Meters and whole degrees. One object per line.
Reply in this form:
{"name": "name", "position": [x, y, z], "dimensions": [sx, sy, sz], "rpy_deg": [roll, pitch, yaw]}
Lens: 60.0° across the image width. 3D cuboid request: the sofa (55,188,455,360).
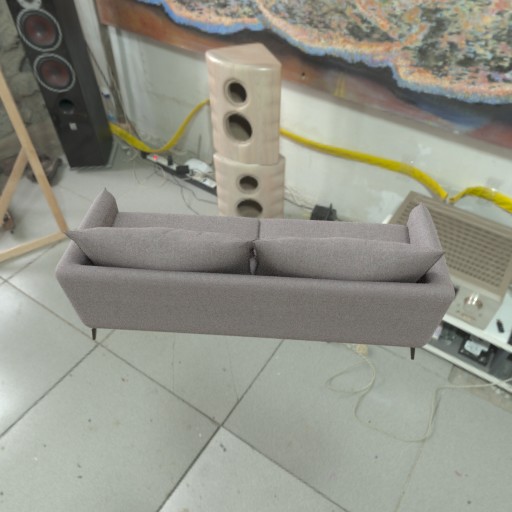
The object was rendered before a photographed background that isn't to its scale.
{"name": "sofa", "position": [0.000, 0.000, 2.476], "dimensions": [2.022, 0.833, 0.809], "rpy_deg": [3, 46, 3]}
